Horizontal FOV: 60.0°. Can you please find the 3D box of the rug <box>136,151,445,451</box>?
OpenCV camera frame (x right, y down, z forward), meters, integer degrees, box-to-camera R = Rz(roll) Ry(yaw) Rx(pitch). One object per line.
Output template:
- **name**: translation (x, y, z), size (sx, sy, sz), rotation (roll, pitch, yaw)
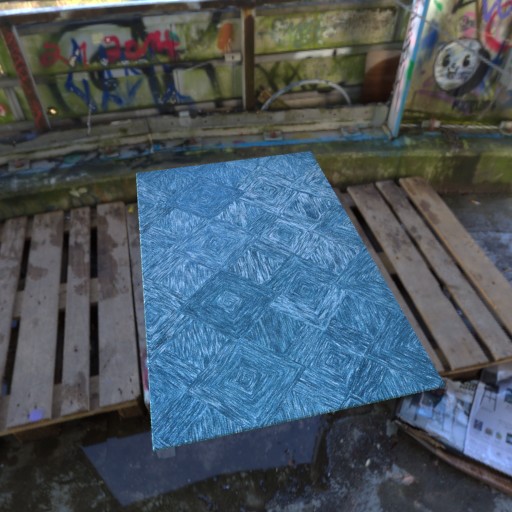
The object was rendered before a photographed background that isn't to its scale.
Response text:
- **rug**: translation (0.000, 0.000, 2.951), size (1.490, 0.015, 2.277), rotation (-9, 46, -9)
